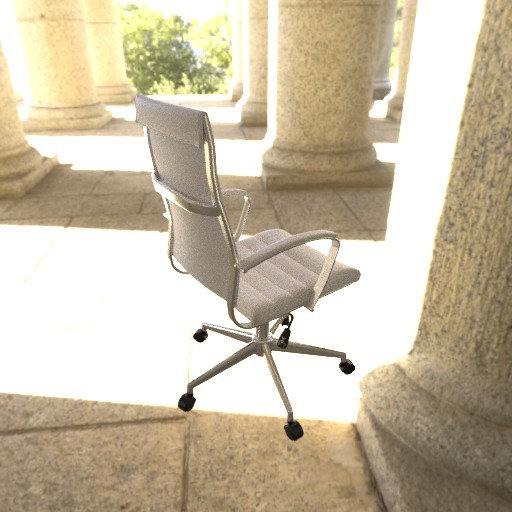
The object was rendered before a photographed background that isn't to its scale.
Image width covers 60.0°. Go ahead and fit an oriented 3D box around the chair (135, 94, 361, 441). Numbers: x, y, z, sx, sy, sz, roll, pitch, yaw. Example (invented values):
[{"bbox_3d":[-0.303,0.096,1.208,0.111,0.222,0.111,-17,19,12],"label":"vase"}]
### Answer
[{"bbox_3d":[0.000,0.000,1.665,0.739,1.149,0.766,-17,31,-31],"label":"chair"}]
